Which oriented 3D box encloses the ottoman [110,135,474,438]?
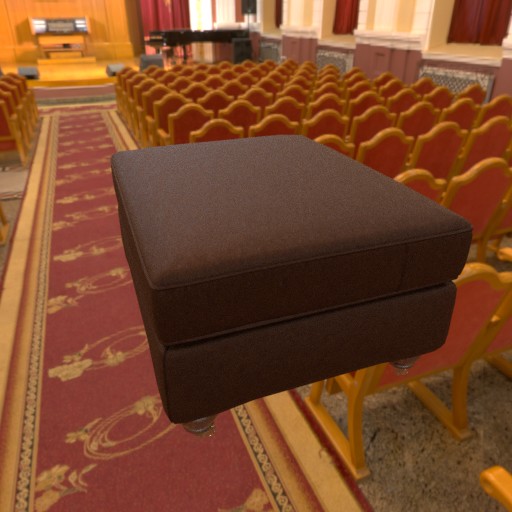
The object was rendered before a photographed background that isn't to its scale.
[{"bbox_3d":[0.000,0.000,1.781,0.967,0.730,1.187,-10,30,-18],"label":"ottoman"}]
